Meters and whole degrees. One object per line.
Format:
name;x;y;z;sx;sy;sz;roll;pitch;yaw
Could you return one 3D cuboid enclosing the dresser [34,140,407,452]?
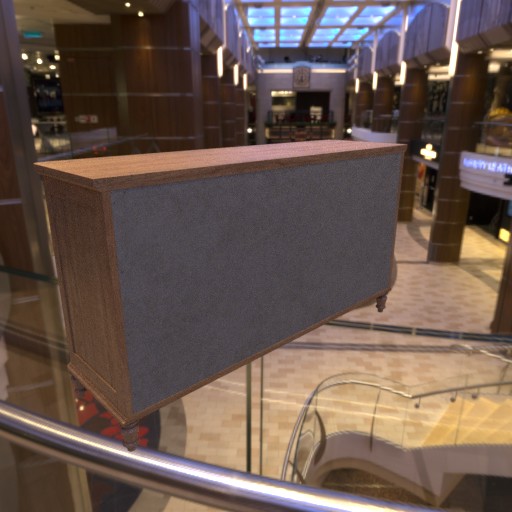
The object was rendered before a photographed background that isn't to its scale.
dresser;0.000;0.000;1.941;1.583;0.892;0.468;-17;25;-41
